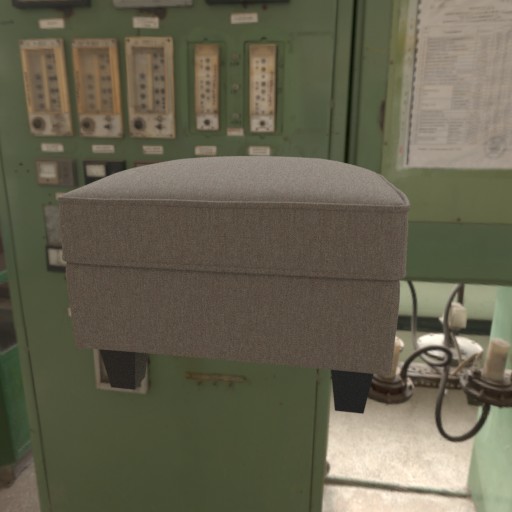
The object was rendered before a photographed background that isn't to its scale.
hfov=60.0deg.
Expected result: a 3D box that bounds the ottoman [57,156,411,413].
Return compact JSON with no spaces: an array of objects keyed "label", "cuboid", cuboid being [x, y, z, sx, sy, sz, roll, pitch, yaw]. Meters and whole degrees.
[{"label":"ottoman","cuboid":[0.000,0.000,1.406,0.871,0.612,0.808,3,16,10]}]
